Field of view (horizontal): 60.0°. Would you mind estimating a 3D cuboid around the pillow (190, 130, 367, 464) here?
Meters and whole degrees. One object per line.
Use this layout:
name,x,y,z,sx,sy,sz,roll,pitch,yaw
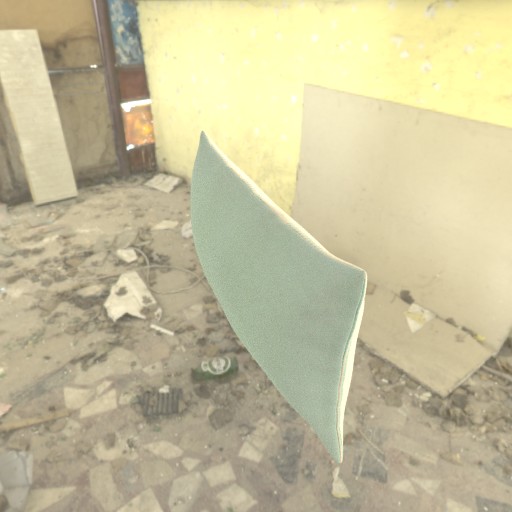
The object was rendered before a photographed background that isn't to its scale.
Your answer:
pillow,0.000,0.000,0.740,0.151,0.287,0.610,-11,31,-18
